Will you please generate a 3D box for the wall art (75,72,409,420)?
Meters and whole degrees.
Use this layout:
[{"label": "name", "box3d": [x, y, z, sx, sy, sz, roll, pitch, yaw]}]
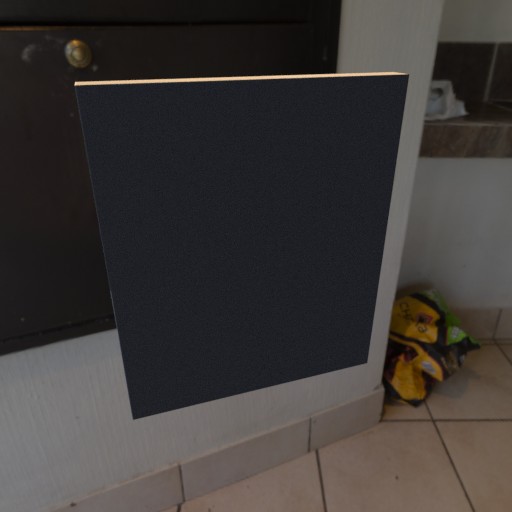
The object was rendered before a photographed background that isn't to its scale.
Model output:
[{"label": "wall art", "box3d": [0.000, 0.000, 0.682, 0.435, 0.511, 0.037, -9, 28, -16]}]
